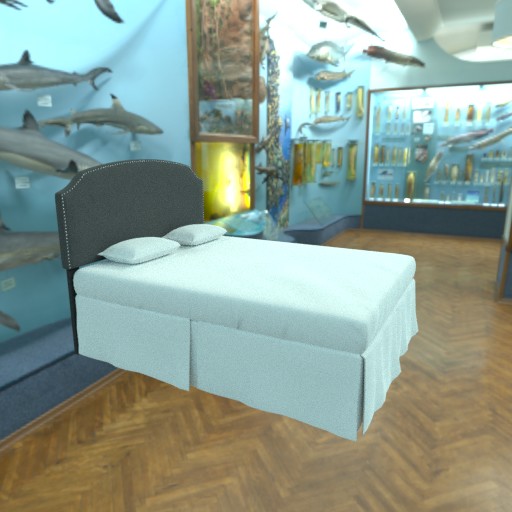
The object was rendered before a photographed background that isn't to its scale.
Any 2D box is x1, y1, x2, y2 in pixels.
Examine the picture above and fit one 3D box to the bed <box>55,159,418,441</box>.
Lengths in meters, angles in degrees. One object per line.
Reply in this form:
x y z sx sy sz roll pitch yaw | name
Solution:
0.000 0.000 3.018 1.999 1.270 1.558 7 15 27 | bed
